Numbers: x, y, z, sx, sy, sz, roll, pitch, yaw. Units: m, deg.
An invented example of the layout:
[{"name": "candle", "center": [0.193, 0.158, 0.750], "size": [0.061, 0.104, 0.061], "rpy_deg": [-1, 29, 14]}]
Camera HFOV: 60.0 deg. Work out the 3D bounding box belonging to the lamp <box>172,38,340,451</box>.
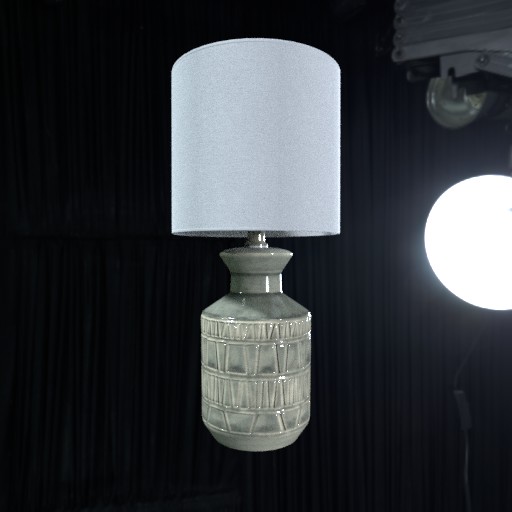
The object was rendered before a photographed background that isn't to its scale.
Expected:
[{"name": "lamp", "center": [0.000, 0.000, 0.568], "size": [0.211, 0.455, 0.211], "rpy_deg": [0, 1, -17]}]
